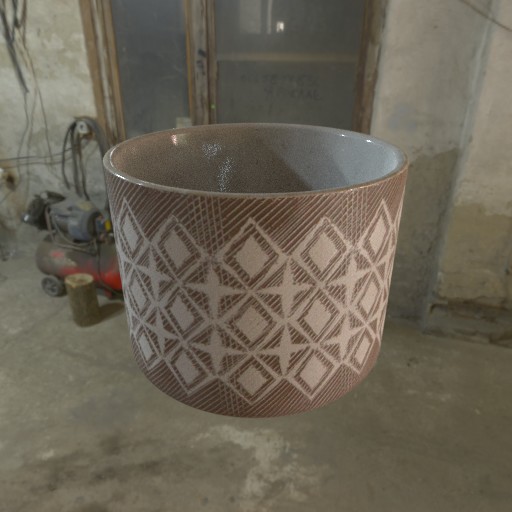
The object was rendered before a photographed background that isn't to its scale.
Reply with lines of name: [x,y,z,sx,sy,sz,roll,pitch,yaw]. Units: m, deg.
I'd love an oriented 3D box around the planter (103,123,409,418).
planter: [0.000,0.000,0.214,0.126,0.104,0.126,0,26,0]
